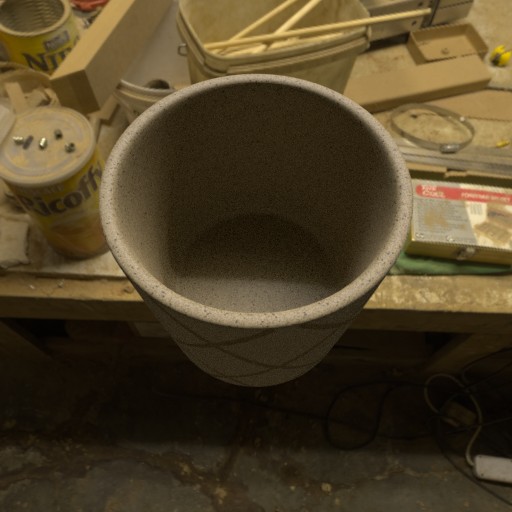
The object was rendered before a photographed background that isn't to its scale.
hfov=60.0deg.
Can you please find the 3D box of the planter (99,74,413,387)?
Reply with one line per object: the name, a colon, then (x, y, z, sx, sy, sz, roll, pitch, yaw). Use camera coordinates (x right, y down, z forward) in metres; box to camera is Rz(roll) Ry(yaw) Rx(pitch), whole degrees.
planter: (0.000, 0.000, 0.426, 0.228, 0.235, 0.228, 0, 62, 0)
